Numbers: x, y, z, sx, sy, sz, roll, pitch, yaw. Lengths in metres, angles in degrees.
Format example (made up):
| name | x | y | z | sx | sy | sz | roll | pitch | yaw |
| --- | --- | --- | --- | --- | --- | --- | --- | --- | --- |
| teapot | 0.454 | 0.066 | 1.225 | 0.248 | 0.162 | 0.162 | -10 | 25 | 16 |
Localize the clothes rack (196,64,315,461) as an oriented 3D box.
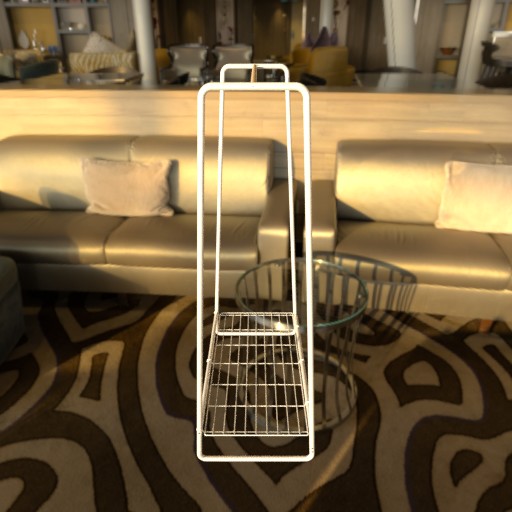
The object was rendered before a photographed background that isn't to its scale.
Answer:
| name | x | y | z | sx | sy | sz | roll | pitch | yaw |
| --- | --- | --- | --- | --- | --- | --- | --- | --- | --- |
| clothes rack | 0.000 | 0.000 | 1.941 | 0.495 | 1.500 | 0.900 | 0 | 26 | 0 |
